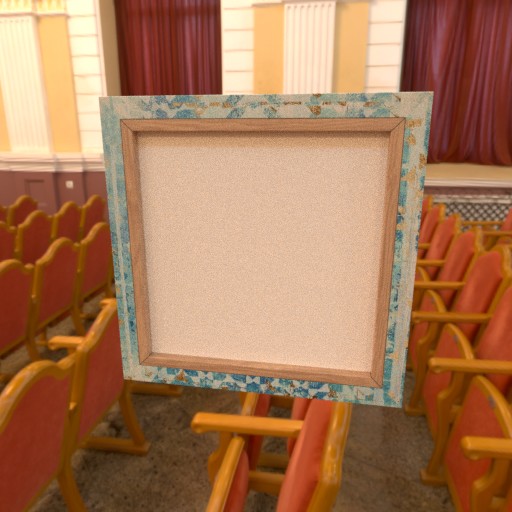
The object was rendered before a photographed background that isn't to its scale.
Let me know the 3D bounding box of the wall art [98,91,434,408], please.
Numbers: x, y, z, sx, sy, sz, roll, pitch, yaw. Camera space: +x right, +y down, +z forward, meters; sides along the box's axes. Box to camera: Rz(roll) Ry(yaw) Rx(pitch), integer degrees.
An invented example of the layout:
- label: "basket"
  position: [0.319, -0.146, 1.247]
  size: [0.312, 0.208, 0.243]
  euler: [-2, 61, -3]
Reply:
- label: "wall art"
  position: [0.000, 0.000, 1.336]
  size: [0.916, 0.916, 0.040]
  euler: [3, 16, 10]
